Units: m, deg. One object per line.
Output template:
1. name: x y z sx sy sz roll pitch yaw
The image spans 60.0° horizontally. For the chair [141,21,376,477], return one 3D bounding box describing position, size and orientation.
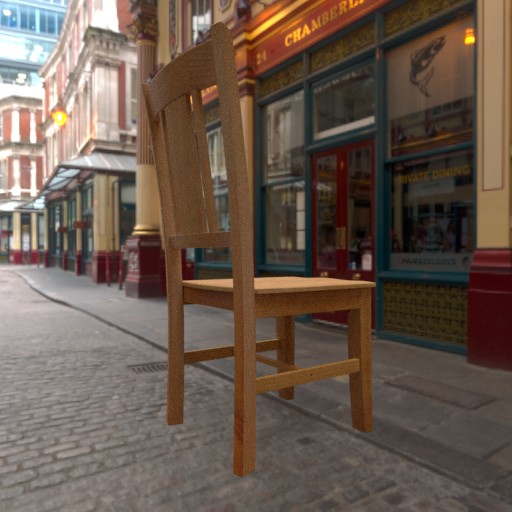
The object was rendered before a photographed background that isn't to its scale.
1. chair: 0.000 0.000 1.268 0.556 0.998 0.450 0 0 -36
